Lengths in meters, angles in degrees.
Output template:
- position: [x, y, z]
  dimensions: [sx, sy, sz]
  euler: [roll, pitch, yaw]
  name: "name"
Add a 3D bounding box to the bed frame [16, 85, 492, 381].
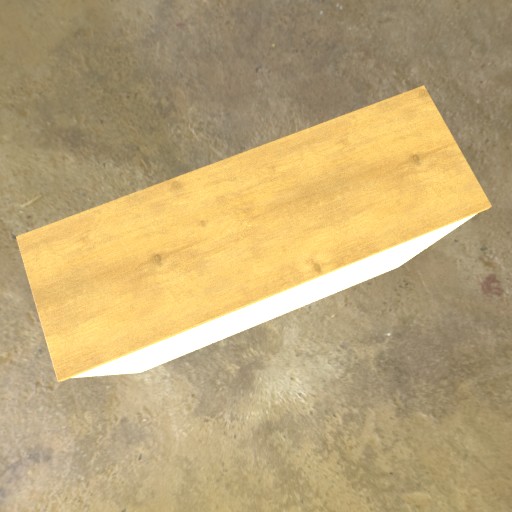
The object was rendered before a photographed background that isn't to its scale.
- position: [0.000, 0.000, 1.683]
  dimensions: [1.300, 0.850, 0.430]
  euler: [-22, 77, -5]
  name: "bed frame"
